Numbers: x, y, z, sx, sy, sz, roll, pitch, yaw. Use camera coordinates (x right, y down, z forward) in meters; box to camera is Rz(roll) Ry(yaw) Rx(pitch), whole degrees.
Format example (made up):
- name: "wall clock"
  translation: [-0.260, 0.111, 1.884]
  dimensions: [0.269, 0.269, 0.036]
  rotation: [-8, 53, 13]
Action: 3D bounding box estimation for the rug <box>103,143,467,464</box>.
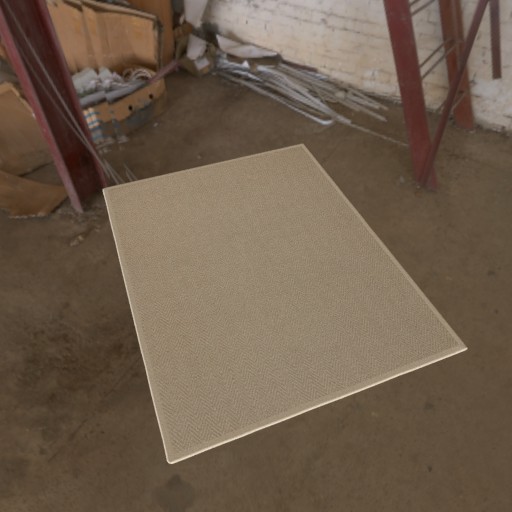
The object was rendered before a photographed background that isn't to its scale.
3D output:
- name: "rug"
  translation: [0.000, 0.000, 4.155]
  dimensions: [2.407, 0.020, 3.051]
  rotation: [-16, 50, -14]
